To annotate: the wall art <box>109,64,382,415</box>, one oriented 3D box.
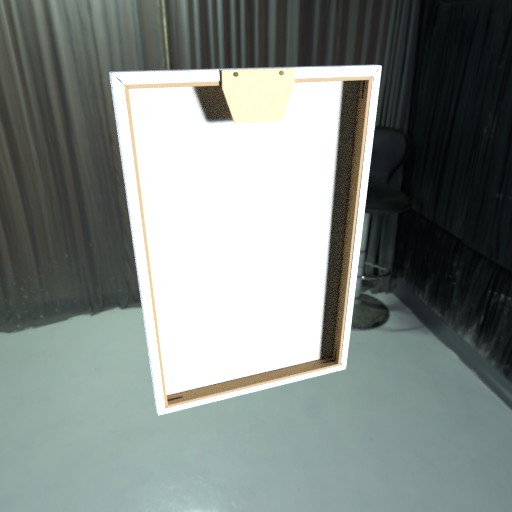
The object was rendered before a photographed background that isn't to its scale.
[{"bbox_3d":[0.000,0.000,1.153,0.602,0.902,0.048,-9,28,-17],"label":"wall art"}]
